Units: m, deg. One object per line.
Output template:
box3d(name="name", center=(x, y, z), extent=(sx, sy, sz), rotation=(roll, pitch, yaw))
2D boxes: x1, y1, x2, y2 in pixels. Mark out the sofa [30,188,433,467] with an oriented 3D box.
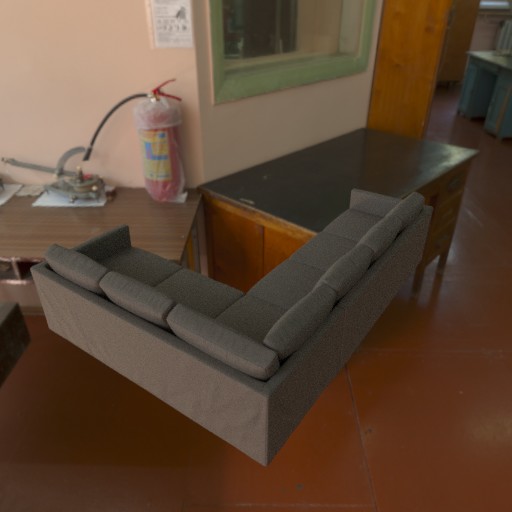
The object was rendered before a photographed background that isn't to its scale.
box3d(name="sofa", center=(0.000, 0.000, 4.358), extent=(2.432, 0.871, 3.182), rotation=(20, 37, 29))
